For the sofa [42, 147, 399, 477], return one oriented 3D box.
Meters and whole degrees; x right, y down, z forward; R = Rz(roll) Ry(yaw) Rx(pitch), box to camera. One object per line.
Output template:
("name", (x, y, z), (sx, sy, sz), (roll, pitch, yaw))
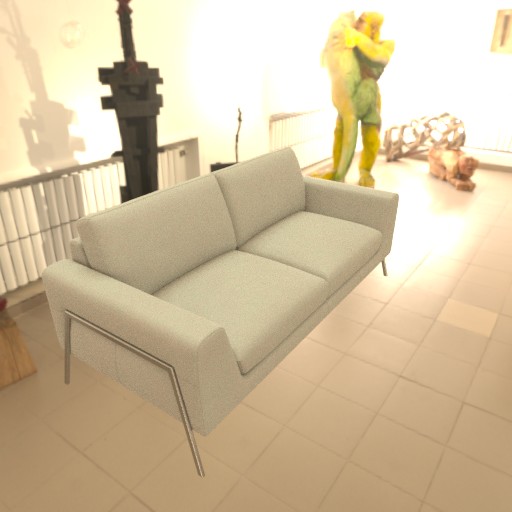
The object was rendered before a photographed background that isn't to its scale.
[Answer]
("sofa", (0.000, 0.000, 2.527), (0.953, 0.875, 2.017), (18, 31, 31))
